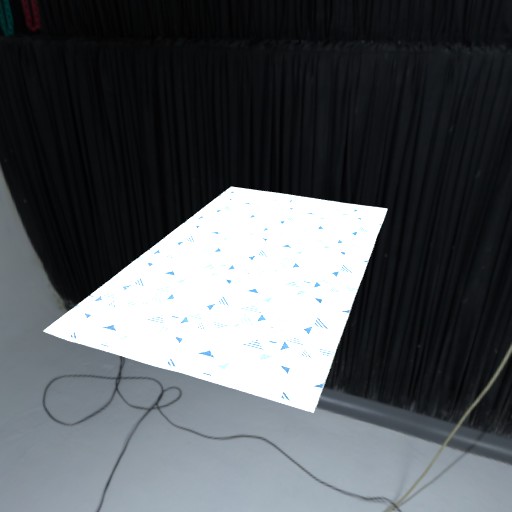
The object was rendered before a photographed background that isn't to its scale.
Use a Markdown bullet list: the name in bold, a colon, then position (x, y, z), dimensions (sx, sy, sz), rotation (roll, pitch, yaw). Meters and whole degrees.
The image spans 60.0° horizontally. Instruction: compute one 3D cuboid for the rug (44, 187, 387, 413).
- **rug**: position (0.000, 0.000, 3.148), dimensions (1.512, 0.009, 2.457), rotation (11, 31, 19)
